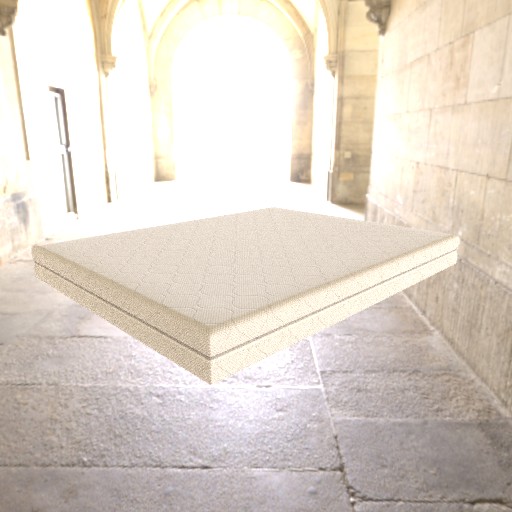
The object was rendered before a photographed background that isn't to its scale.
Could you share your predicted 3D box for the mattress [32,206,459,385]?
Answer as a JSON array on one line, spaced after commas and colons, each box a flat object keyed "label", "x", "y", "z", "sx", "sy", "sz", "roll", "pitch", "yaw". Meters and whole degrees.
[{"label": "mattress", "x": 0.000, "y": 0.000, "z": 2.652, "sx": 2.000, "sy": 0.200, "sz": 1.600, "roll": -15, "pitch": 22, "yaw": -43}]
